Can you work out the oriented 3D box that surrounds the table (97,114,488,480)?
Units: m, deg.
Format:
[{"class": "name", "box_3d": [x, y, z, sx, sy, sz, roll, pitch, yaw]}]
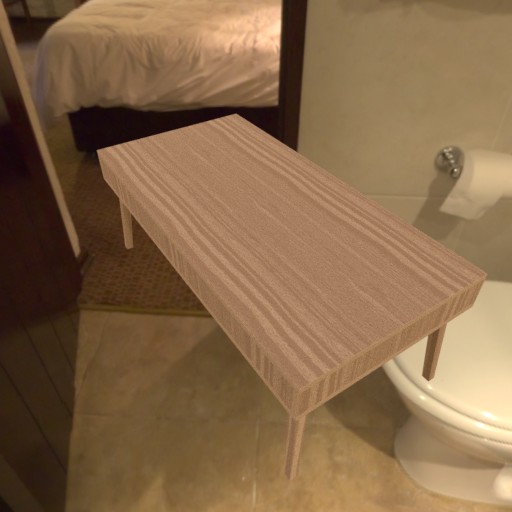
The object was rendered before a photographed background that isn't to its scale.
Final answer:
[{"class": "table", "box_3d": [0.000, 0.000, 1.511, 0.600, 0.450, 1.200, -23, 46, -25]}]
